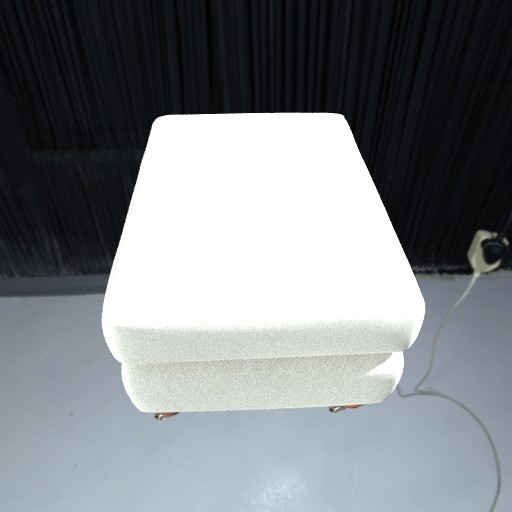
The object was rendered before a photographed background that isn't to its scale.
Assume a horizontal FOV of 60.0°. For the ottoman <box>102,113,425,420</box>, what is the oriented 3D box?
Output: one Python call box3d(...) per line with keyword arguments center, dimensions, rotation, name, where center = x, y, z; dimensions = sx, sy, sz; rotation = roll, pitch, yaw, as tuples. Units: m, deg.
box3d(center=(0.000, 0.000, 1.139), dimensions=(0.569, 0.499, 0.773), rotation=(-2, 42, -2), name="ottoman")
